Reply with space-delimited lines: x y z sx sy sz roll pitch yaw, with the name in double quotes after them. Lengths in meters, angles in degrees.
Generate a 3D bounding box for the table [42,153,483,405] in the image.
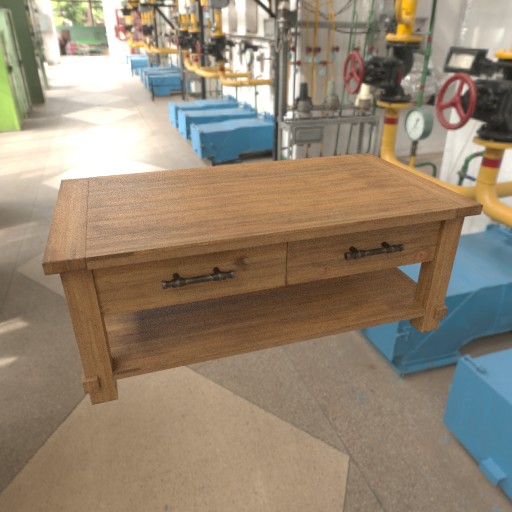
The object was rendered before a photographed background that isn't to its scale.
0.000 0.000 1.607 1.270 0.494 0.693 -8 28 -16 "table"
